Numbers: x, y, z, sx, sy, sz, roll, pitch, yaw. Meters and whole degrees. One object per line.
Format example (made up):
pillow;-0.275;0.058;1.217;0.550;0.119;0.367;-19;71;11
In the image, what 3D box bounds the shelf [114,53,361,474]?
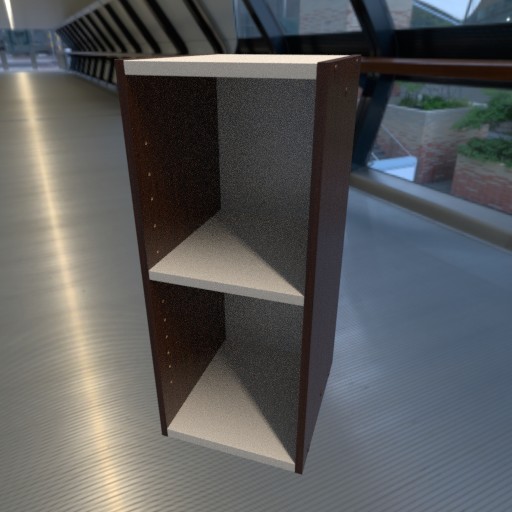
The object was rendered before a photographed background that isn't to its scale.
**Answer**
shelf;0.000;0.000;0.732;0.253;0.600;0.290;8;27;16
